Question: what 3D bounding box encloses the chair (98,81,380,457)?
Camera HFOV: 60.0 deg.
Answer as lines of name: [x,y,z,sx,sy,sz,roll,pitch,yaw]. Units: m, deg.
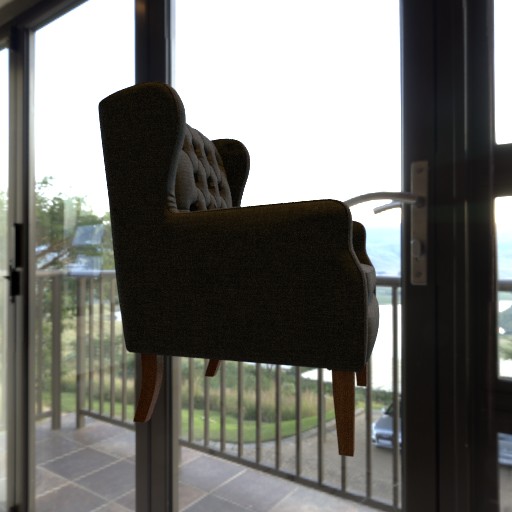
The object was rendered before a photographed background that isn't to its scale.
chair: [0.000,0.000,1.446,0.775,0.953,0.711,0,0,17]
